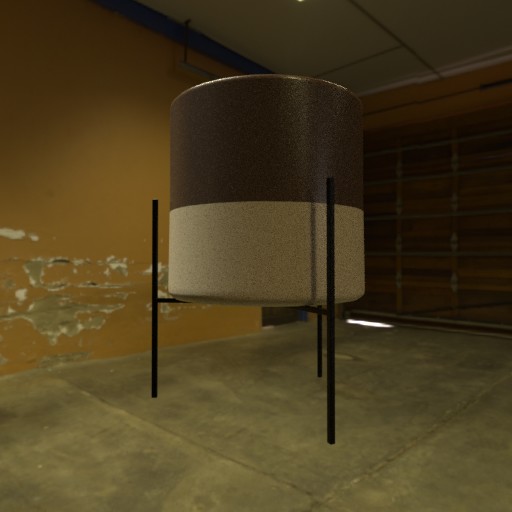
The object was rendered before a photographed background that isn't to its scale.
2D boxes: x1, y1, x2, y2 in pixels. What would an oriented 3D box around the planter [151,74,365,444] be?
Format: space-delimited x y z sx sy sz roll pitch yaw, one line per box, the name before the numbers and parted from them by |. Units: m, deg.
planter | 0.000 0.000 0.536 0.260 0.353 0.250 0 -1 -1
